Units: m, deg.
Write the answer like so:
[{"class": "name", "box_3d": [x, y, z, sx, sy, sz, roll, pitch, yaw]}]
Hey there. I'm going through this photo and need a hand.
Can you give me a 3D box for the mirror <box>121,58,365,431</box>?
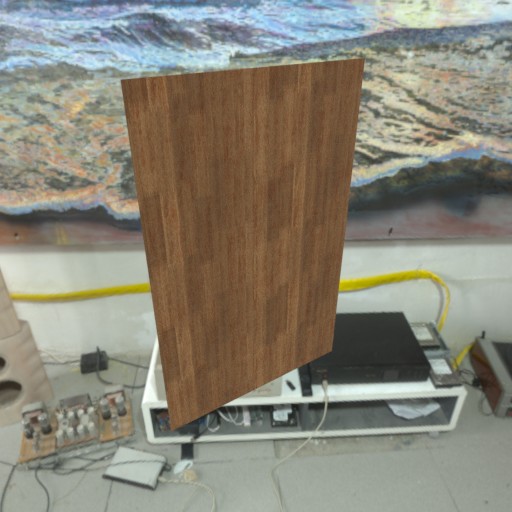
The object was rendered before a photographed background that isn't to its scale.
[{"class": "mirror", "box_3d": [0.000, 0.000, 1.272, 0.651, 1.010, 0.047, -18, 35, -28]}]
